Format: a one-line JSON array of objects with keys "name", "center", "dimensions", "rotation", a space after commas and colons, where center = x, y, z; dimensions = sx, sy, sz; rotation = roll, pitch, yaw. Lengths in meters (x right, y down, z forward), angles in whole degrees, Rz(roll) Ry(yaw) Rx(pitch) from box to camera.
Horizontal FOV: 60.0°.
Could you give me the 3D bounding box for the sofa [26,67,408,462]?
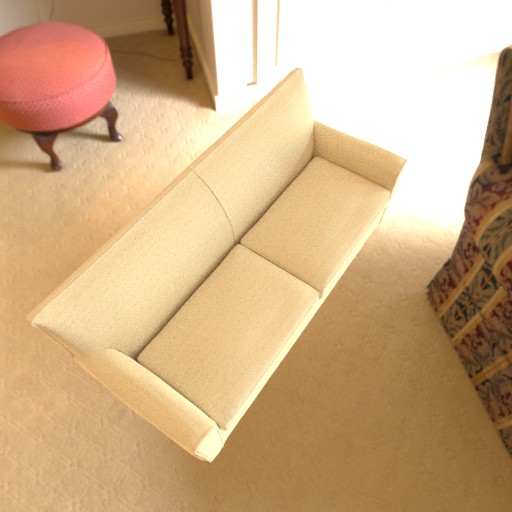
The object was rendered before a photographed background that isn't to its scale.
[{"name": "sofa", "center": [0.000, 0.000, 2.429], "dimensions": [0.841, 0.907, 2.001], "rotation": [31, 63, 18]}]
